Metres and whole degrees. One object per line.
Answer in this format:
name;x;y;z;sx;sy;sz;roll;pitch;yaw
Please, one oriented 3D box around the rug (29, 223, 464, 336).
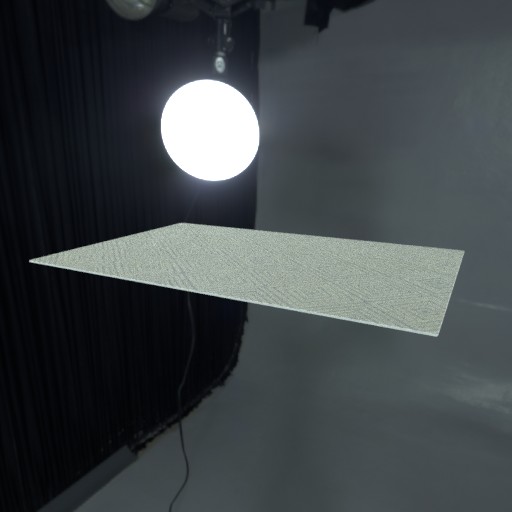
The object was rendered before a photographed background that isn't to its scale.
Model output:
rug;0.000;0.000;2.125;1.753;0.008;1.143;7;16;27
